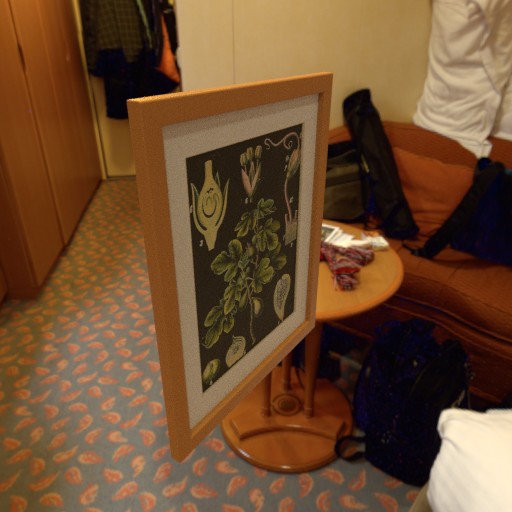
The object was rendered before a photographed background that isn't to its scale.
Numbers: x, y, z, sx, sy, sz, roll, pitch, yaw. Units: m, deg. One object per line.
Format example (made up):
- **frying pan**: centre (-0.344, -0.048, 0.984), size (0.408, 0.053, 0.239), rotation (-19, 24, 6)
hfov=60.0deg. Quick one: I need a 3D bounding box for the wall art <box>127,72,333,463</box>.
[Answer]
- **wall art**: centre (0.000, 0.000, 0.518), size (0.015, 0.379, 0.310), rotation (18, 32, 31)
